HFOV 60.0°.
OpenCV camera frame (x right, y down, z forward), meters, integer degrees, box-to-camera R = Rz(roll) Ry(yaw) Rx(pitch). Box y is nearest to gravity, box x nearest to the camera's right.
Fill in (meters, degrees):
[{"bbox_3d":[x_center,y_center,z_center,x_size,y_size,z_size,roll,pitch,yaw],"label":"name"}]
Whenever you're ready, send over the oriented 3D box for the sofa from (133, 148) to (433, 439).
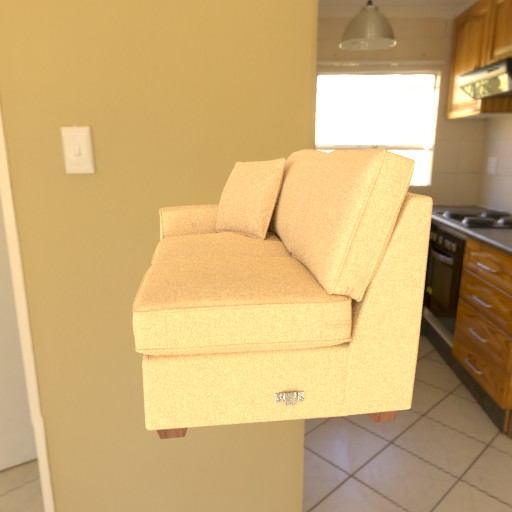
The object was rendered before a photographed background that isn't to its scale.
[{"bbox_3d":[0.000,0.000,2.091,0.991,0.989,1.388,-2,14,-8],"label":"sofa"}]
